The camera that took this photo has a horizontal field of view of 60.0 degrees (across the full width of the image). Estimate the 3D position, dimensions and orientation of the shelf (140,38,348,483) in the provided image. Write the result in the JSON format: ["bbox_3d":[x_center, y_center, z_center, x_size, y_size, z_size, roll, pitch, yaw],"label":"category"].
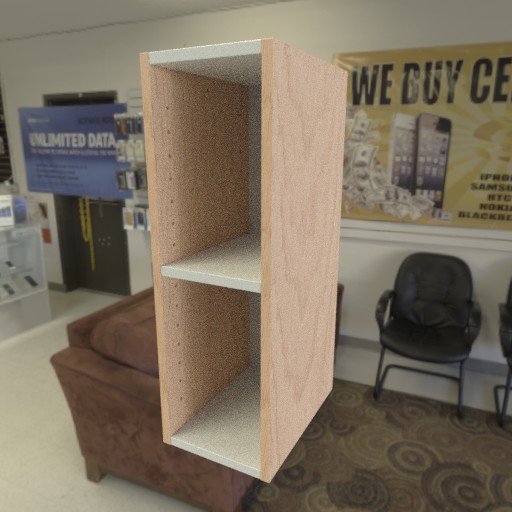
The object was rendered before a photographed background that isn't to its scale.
[{"bbox_3d":[0.000,0.000,0.744,0.200,0.600,0.290,8,16,27],"label":"shelf"}]
